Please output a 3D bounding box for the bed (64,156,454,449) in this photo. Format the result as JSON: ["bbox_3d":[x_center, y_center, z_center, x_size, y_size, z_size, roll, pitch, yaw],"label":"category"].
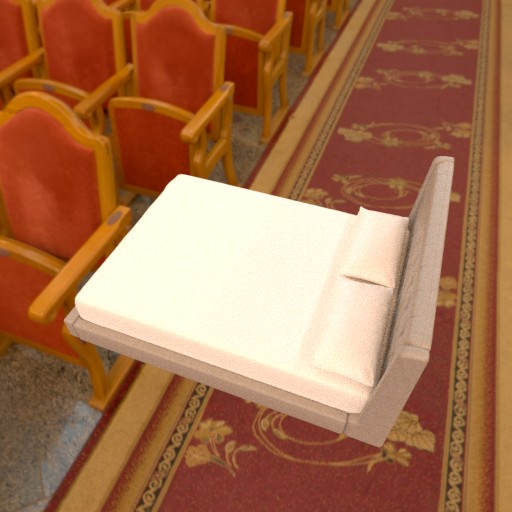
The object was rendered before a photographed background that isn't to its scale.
[{"bbox_3d":[0.000,0.000,3.120,2.232,1.147,1.656,15,48,14],"label":"bed"}]
